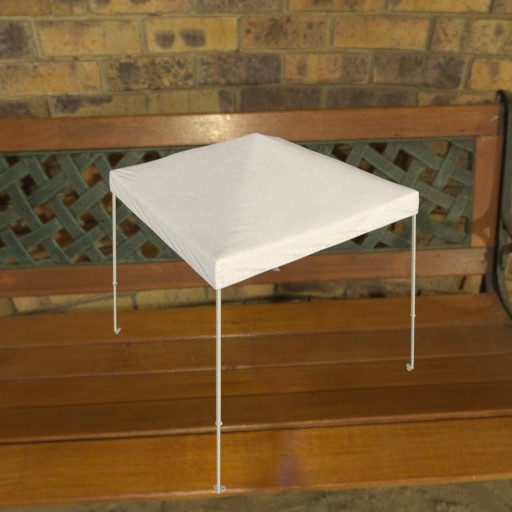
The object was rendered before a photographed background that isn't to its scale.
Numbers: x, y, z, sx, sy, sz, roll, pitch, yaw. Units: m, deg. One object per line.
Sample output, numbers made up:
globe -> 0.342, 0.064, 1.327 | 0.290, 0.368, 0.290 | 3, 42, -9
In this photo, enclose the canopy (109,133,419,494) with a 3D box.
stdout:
canopy -> 0.000, 0.000, 6.495 | 3.599, 3.600, 3.600 | -20, 36, -29
